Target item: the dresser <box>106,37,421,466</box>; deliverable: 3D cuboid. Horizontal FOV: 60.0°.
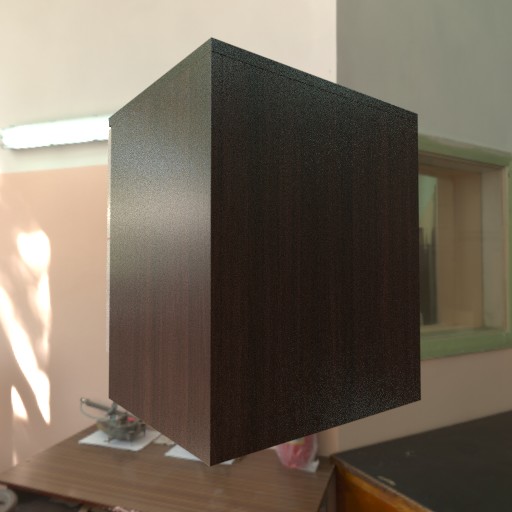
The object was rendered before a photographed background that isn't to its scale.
[{"bbox_3d":[0.000,0.000,0.749,0.400,0.470,0.360,1,-2,-37],"label":"dresser"}]
